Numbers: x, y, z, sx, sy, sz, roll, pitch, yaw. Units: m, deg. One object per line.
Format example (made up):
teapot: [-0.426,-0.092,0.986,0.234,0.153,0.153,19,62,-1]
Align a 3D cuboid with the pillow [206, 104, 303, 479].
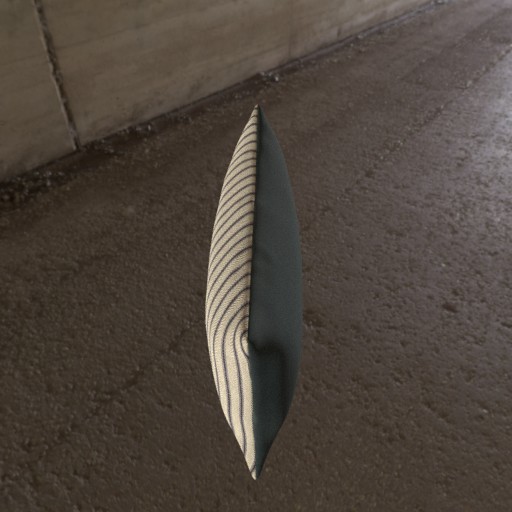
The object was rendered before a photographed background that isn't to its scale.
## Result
pillow: [0.000,0.000,0.747,0.151,0.305,0.609,1,40,1]
